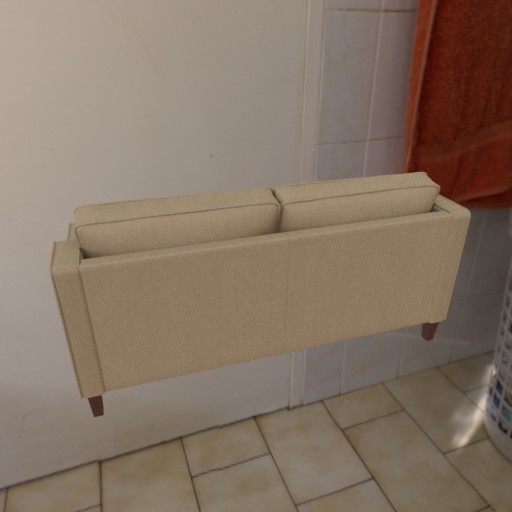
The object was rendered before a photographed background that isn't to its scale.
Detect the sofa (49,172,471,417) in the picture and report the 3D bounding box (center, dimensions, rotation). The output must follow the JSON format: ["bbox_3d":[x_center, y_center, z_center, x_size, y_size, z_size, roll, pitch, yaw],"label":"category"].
[{"bbox_3d":[0.000,0.000,2.765,2.178,1.071,1.066,-8,28,-16],"label":"sofa"}]
